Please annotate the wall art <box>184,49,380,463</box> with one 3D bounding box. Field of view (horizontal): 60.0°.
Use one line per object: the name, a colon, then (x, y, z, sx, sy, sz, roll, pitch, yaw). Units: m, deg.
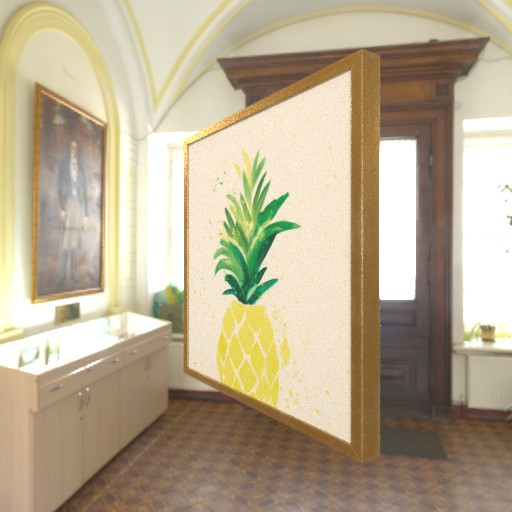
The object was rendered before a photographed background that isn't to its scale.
wall art: (0.000, 0.000, 0.764, 0.033, 0.509, 0.510, 0, 0, -34)
